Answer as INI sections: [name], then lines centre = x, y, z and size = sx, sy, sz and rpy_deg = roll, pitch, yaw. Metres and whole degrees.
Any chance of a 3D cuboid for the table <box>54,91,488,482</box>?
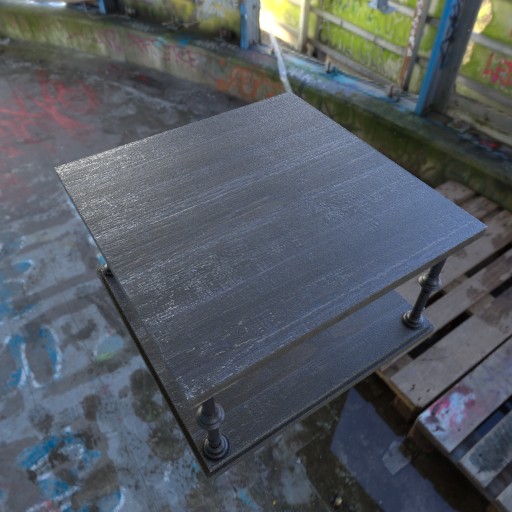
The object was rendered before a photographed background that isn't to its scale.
[table]
centre = 0.000, 0.000, 1.135
size = 0.696, 0.400, 0.696
rpy_deg = -26, 52, -22
